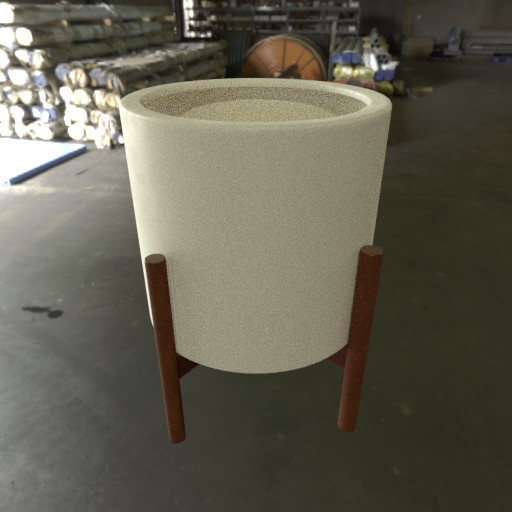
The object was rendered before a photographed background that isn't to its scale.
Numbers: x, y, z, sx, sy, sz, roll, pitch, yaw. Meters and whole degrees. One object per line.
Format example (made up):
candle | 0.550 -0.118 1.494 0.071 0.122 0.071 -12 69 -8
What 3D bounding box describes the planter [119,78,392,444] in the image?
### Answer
planter | 0.000 0.000 0.843 0.420 0.581 0.421 -1 29 -2
